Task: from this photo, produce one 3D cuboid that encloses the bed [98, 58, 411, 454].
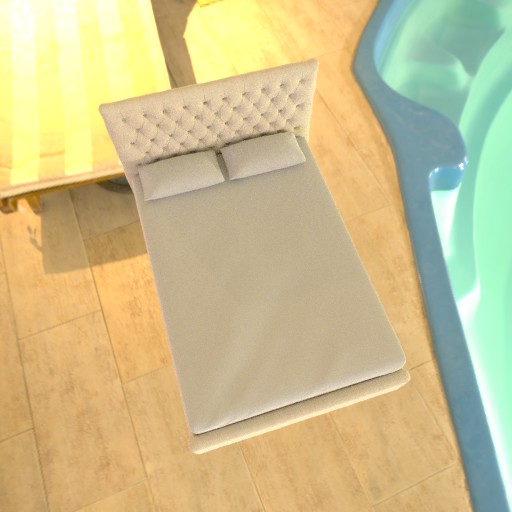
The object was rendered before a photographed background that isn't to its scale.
[{"bbox_3d":[0.000,0.000,3.430,1.698,1.427,2.387,-15,64,-7],"label":"bed"}]
